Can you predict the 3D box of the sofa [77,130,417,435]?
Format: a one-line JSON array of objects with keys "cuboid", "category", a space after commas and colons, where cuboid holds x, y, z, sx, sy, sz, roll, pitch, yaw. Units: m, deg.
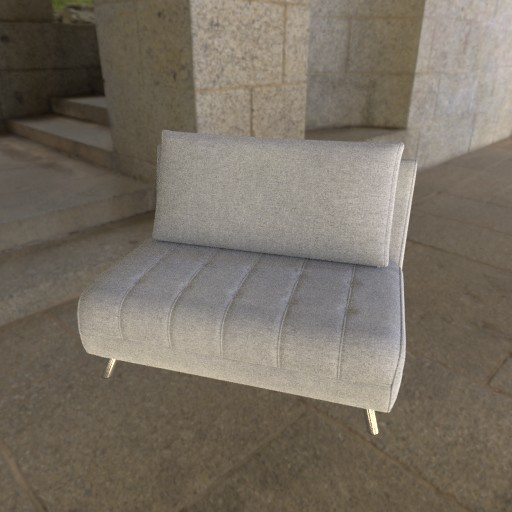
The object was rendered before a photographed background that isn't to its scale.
[{"cuboid": [0.000, 0.000, 1.865, 1.220, 0.910, 0.910, 7, 26, 14], "category": "sofa"}]
